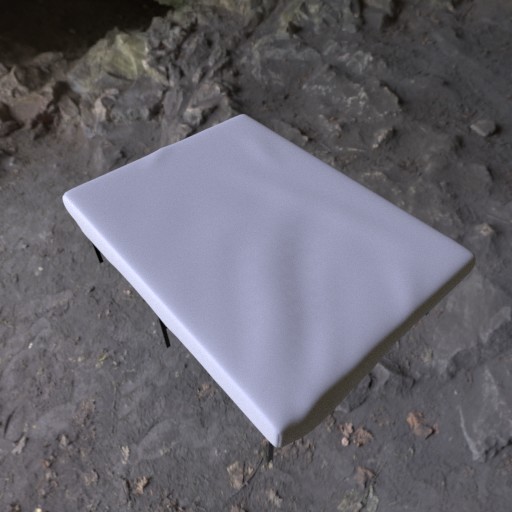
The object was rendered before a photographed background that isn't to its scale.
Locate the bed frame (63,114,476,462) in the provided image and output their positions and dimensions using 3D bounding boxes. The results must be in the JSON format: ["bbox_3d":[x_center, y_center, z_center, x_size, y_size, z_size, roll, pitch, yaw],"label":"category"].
[{"bbox_3d":[0.000,0.000,2.896,1.584,0.667,2.151,-33,55,-26],"label":"bed frame"}]
